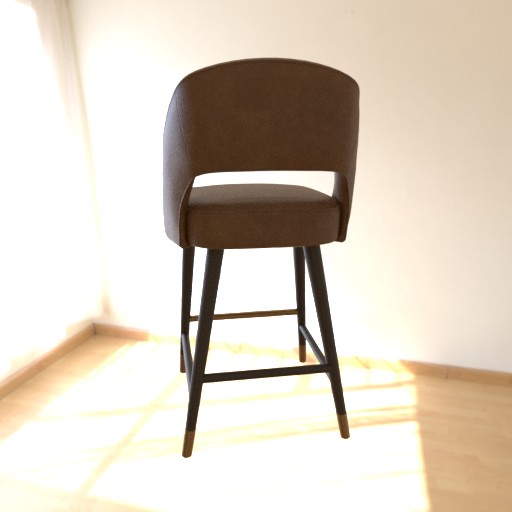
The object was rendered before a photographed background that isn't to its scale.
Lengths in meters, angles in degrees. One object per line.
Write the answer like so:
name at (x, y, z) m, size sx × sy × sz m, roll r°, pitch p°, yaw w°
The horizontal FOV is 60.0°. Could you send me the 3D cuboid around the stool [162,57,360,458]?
stool at (0.000, 0.000, 1.231) m, size 0.494 × 0.940 × 0.509 m, roll -3°, pitch 15°, yaw -10°
